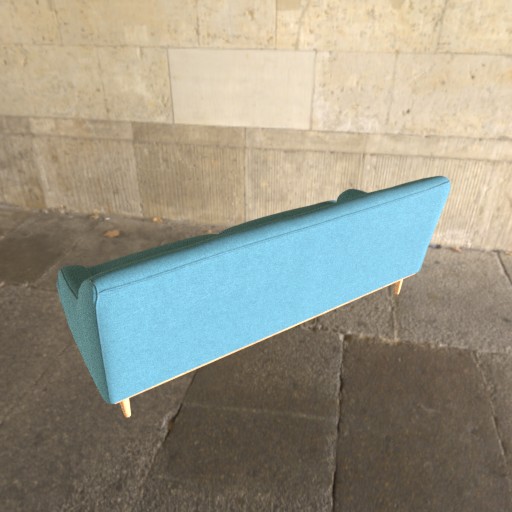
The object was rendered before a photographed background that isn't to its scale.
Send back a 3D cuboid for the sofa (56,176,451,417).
[{"bbox_3d":[0.000,0.000,2.548,2.057,0.871,0.978,-18,35,-28],"label":"sofa"}]
